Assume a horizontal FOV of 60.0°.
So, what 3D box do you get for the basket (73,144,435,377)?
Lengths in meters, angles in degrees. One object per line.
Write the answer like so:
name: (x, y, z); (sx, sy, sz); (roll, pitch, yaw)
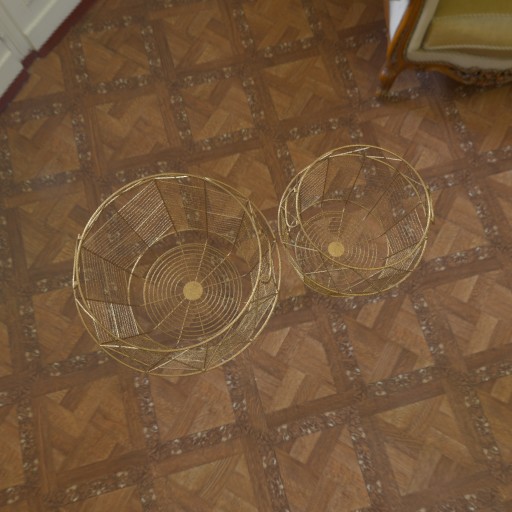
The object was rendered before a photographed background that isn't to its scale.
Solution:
basket: (0.000, 0.000, 1.047); (0.805, 0.343, 0.451); (-16, 75, -4)
